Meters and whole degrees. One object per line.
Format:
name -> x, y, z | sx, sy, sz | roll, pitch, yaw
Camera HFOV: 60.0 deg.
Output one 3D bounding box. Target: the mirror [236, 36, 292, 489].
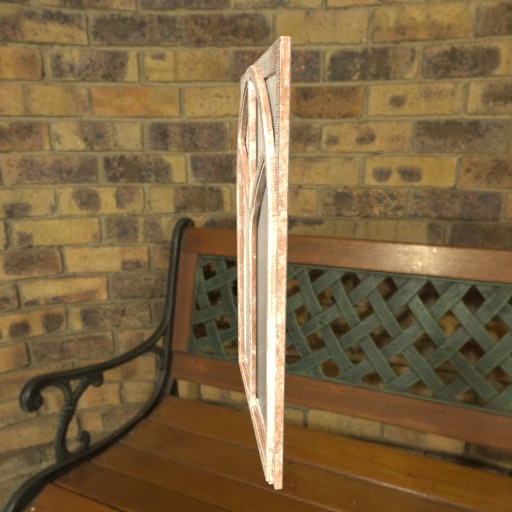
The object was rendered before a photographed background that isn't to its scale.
mirror -> 0.000, 0.000, 0.973 | 0.058, 0.787, 0.495 | -2, 16, -8
